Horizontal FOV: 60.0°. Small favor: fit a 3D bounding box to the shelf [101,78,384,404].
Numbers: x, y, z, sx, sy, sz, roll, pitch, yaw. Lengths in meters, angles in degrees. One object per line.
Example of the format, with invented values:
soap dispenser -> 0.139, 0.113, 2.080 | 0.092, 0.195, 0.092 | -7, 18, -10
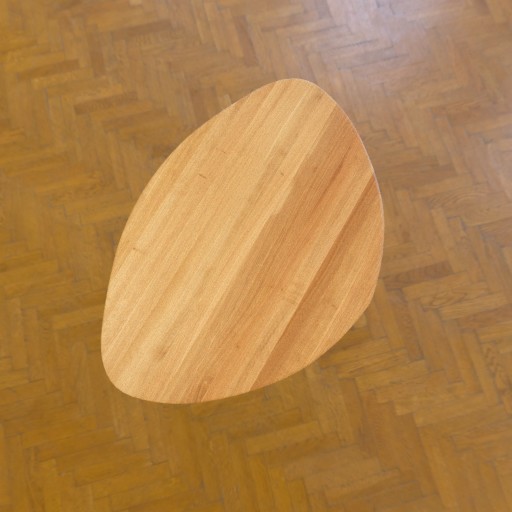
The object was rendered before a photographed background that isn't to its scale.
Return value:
shelf -> 0.000, 0.000, 1.686 | 0.845, 0.440, 1.246 | 29, 77, 7
